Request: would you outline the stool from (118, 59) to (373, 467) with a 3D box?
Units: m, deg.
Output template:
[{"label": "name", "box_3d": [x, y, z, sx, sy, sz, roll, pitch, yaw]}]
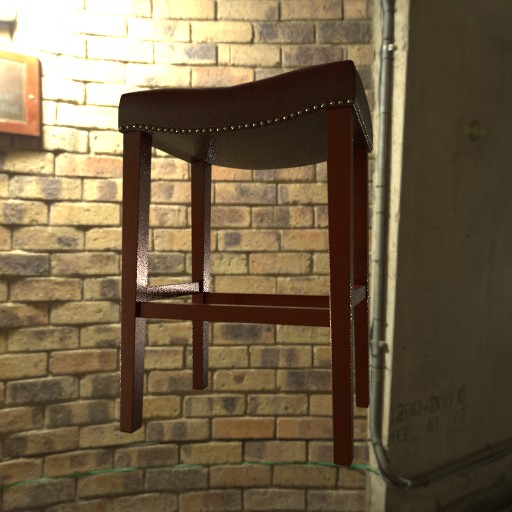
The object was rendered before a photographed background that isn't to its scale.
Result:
[{"label": "stool", "box_3d": [0.000, 0.000, 1.025, 0.504, 0.742, 0.372, 0, -1, 19]}]
